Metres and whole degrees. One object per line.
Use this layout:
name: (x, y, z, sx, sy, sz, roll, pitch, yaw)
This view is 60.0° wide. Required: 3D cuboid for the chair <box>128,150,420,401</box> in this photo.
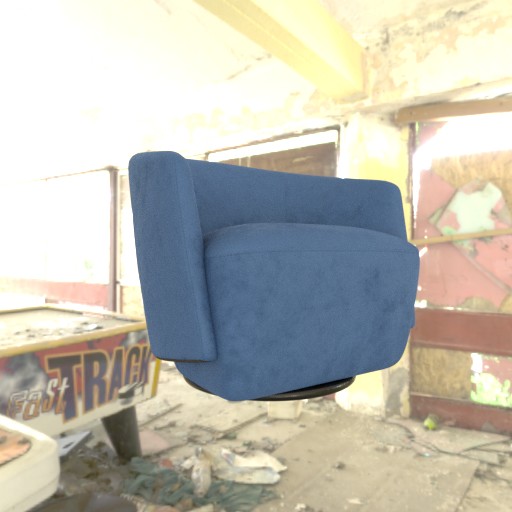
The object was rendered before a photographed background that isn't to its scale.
chair: (0.000, 0.000, 1.367, 0.773, 0.698, 0.767, 0, 1, -35)
